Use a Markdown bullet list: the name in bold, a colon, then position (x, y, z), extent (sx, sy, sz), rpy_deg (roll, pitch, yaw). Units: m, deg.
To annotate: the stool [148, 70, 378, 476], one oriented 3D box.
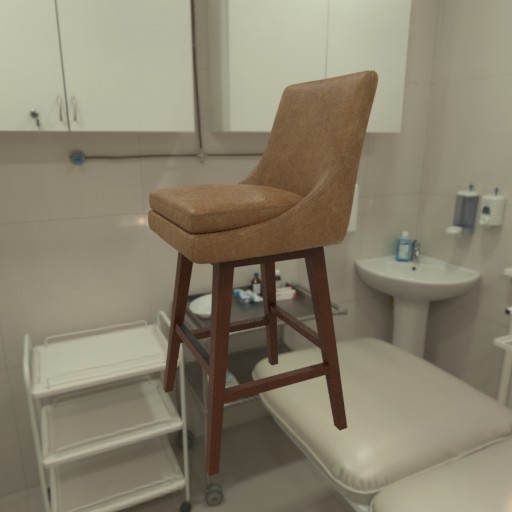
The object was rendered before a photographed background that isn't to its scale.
- **stool**: position (0.000, 0.000, 1.403), extent (0.572, 1.079, 0.487), rpy_deg (-7, 17, -25)
